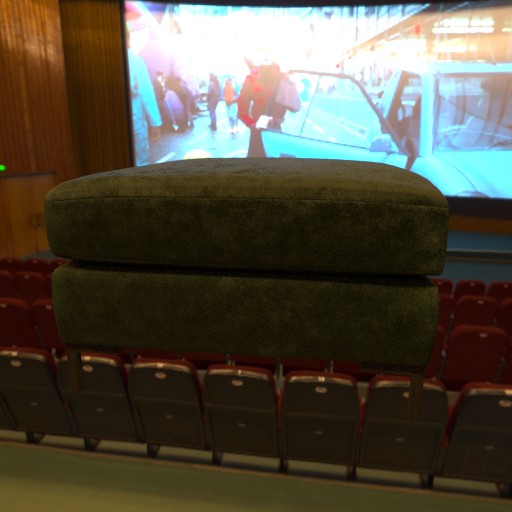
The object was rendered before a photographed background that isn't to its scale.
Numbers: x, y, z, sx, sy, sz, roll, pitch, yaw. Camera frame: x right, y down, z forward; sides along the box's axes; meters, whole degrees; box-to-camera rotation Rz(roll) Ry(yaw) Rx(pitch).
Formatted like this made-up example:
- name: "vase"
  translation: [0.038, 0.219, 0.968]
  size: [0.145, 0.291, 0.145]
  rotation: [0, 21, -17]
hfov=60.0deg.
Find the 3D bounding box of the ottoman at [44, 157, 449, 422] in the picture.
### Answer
- name: "ottoman"
  translation: [0.000, 0.000, 1.249]
  size: [0.839, 0.538, 0.701]
  rotation: [2, 15, 8]
